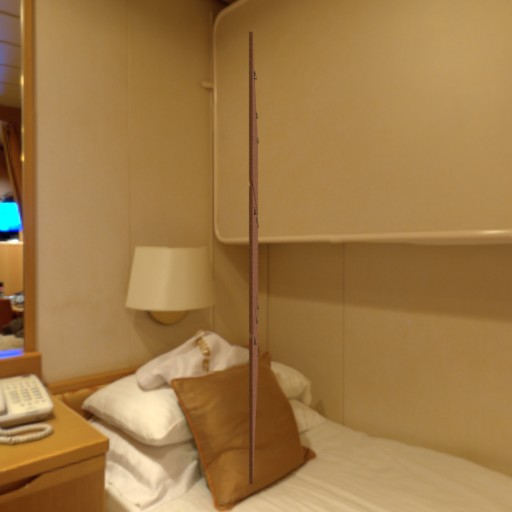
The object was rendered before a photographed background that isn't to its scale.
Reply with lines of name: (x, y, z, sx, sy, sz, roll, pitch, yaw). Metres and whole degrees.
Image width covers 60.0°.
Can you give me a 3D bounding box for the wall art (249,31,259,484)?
wall art: (0.000, 0.000, 2.251, 0.023, 1.522, 1.526, 0, 1, 1)
